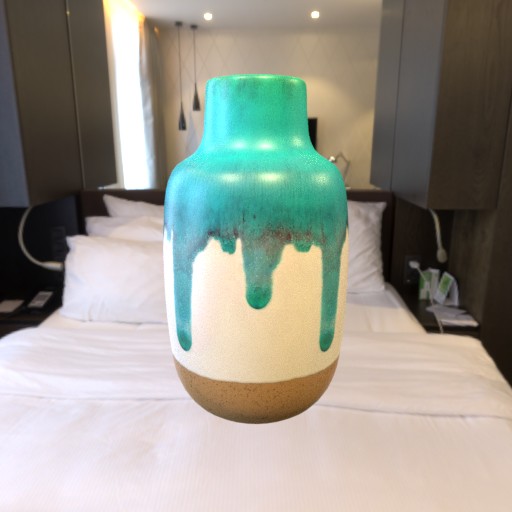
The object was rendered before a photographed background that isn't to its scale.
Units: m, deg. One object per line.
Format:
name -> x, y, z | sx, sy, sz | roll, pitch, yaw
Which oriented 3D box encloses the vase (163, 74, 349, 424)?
vase -> 0.000, 0.000, 0.259 | 0.106, 0.192, 0.106 | 0, 14, 0
